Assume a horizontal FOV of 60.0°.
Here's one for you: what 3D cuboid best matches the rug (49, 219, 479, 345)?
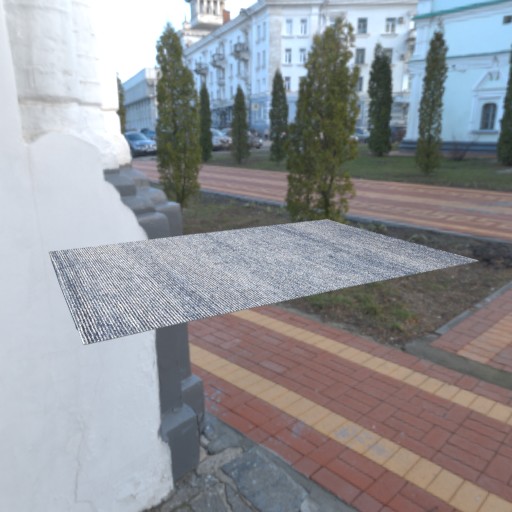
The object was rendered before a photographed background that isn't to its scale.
[{"bbox_3d":[0.000,0.000,2.127,1.740,0.010,1.135,-9,18,-27],"label":"rug"}]
